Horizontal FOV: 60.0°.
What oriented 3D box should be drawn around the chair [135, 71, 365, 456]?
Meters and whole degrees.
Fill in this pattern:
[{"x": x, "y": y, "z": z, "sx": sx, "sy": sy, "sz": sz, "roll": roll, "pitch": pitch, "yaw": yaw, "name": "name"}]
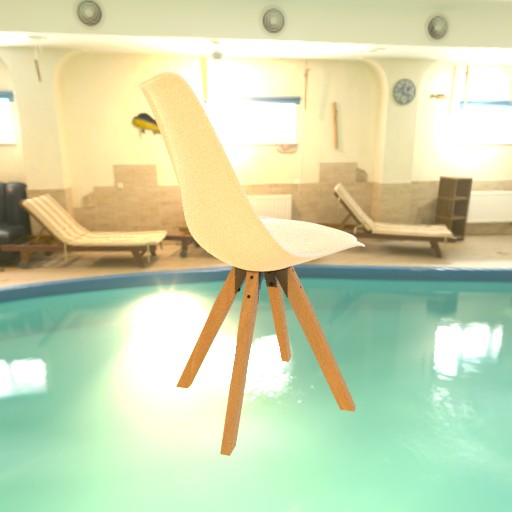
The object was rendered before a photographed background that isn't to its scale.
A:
[{"x": 0.000, "y": 0.000, "z": 1.168, "sx": 0.550, "sy": 0.849, "sz": 0.485, "roll": -8, "pitch": 16, "yaw": -27, "name": "chair"}]
